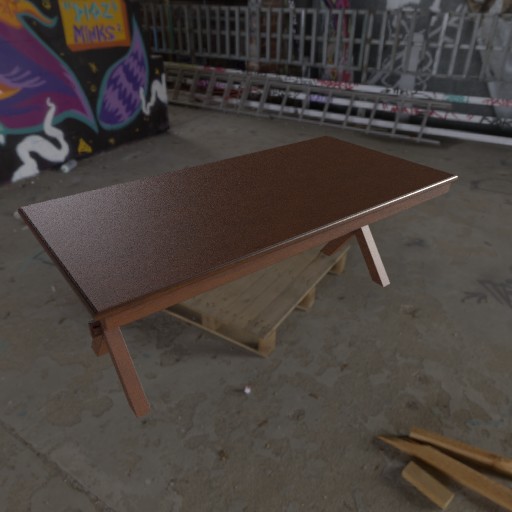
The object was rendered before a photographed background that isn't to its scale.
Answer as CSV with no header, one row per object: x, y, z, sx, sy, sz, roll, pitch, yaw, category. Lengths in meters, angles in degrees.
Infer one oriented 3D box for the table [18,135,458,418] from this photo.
0.000,0.000,1.441,1.197,0.459,0.594,-21,37,-31,table
